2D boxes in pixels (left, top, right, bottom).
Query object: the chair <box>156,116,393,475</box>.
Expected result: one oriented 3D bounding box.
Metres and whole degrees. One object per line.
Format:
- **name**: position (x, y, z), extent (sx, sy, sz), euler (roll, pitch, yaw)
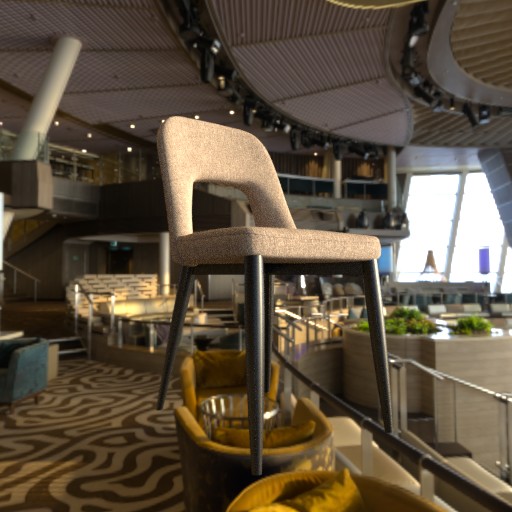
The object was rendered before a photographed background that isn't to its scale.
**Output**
- **chair**: position (0.000, 0.000, 1.277), extent (0.470, 0.931, 0.612), euler (2, -3, -35)
